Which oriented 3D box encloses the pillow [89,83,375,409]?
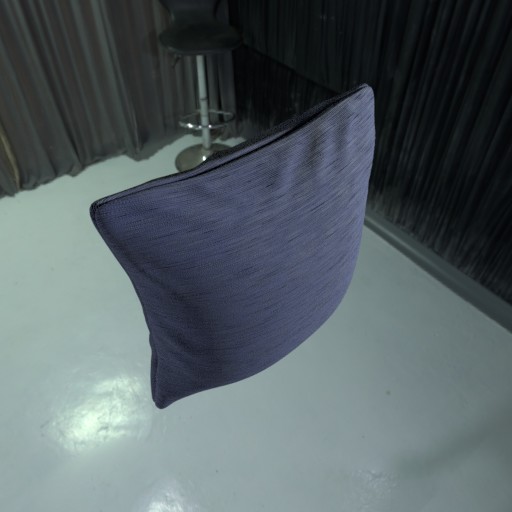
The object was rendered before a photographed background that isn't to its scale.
[{"bbox_3d":[0.000,0.000,0.671,0.432,0.414,0.246,-32,53,-27],"label":"pillow"}]
